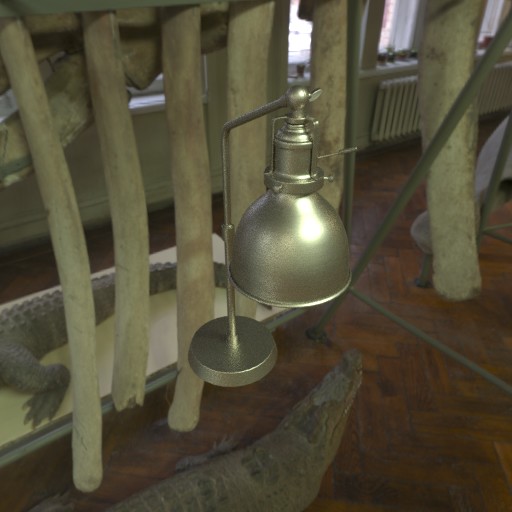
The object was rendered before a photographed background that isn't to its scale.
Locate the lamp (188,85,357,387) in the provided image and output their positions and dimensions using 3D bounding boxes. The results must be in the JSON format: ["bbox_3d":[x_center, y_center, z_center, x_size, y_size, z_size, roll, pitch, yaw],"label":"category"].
[{"bbox_3d":[0.000,0.000,0.593,0.153,0.456,0.286,-22,38,-30],"label":"lamp"}]
